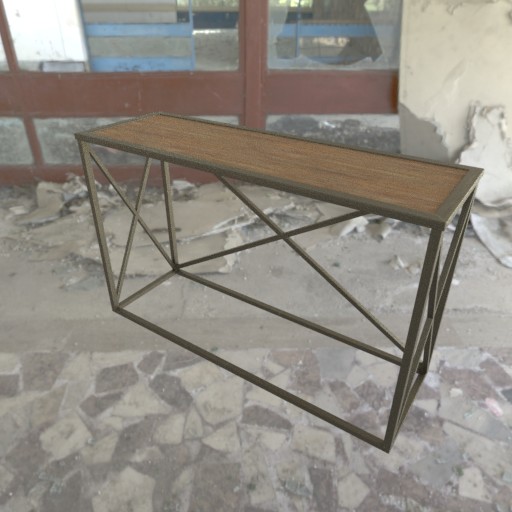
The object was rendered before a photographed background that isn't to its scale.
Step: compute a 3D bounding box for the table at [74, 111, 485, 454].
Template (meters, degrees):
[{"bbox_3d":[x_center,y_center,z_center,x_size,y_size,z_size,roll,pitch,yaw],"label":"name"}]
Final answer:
[{"bbox_3d":[0.000,0.000,1.534,1.216,0.753,0.402,19,35,29],"label":"table"}]
